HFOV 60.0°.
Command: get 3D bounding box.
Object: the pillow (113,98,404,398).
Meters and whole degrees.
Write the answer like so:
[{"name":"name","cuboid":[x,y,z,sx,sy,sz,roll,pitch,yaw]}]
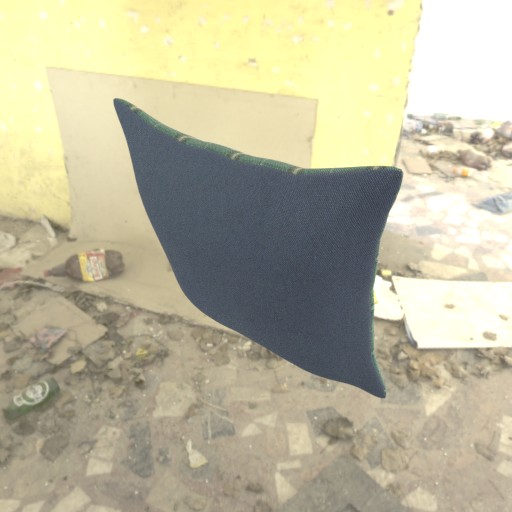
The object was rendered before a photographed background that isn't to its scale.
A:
[{"name":"pillow","cuboid":[0.000,0.000,0.688,0.453,0.430,0.200,24,39,33]}]
